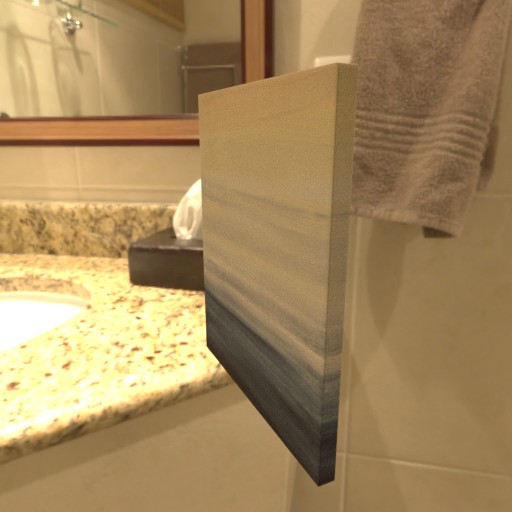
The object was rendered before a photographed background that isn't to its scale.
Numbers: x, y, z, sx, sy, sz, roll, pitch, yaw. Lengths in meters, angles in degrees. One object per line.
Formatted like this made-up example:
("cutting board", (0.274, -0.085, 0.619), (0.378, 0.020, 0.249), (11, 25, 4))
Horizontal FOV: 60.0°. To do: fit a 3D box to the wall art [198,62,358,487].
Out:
("wall art", (0.000, 0.000, 0.975), (0.041, 0.710, 0.608), (-7, 17, -25))
